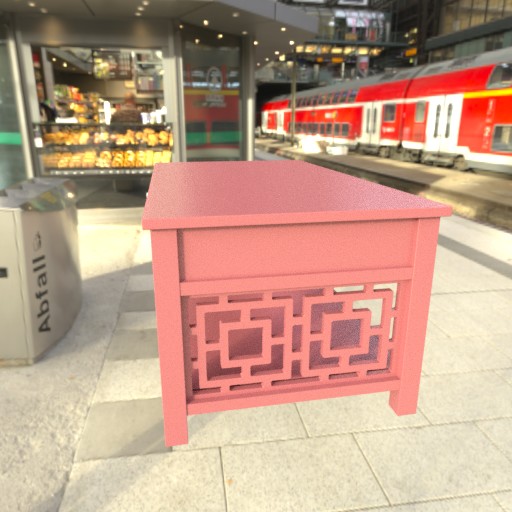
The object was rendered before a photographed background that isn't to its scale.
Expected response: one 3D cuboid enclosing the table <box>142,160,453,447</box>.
[{"bbox_3d":[0.000,0.000,1.397,0.612,0.493,1.068,-3,17,-11],"label":"table"}]
